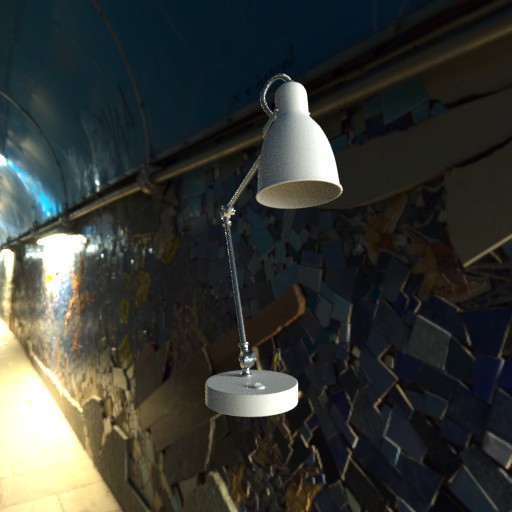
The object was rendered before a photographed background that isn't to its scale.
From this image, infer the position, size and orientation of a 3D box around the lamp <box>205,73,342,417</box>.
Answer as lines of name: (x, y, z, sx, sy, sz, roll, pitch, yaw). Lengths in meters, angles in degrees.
lamp: (0.000, 0.000, 0.874, 0.187, 0.587, 0.561, 0, -1, -17)
